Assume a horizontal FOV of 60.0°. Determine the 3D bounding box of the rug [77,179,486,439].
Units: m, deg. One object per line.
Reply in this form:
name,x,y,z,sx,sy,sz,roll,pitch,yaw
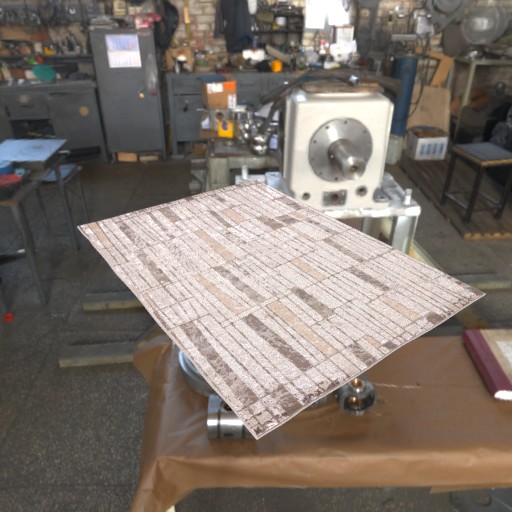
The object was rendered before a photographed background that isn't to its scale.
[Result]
rug,0.000,0.000,4.343,2.449,0.019,3.357,-20,36,-30
